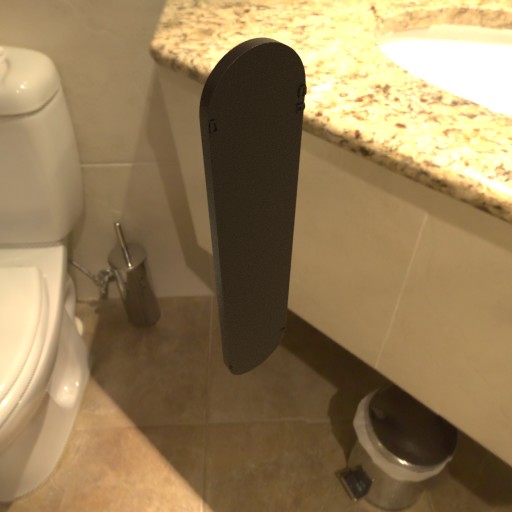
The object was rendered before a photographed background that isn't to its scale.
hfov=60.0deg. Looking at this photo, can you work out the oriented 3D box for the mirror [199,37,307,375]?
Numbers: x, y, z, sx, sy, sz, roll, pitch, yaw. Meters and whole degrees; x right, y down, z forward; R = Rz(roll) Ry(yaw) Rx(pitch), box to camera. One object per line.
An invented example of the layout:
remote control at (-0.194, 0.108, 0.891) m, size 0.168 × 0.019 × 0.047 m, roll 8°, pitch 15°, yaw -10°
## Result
mirror at (0.000, 0.000, 1.070) m, size 0.222 × 0.991 × 0.032 m, roll -30°, pitch 53°, yaw -26°
